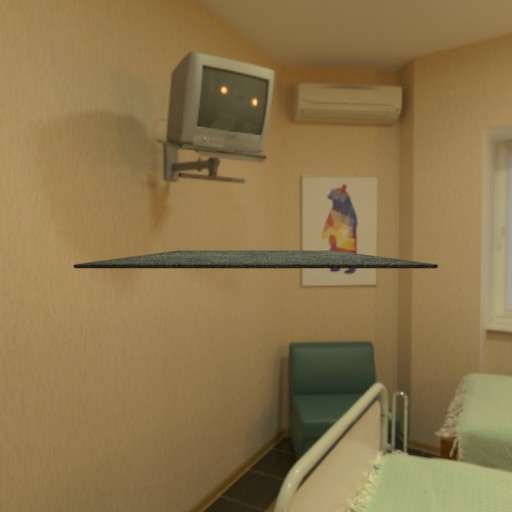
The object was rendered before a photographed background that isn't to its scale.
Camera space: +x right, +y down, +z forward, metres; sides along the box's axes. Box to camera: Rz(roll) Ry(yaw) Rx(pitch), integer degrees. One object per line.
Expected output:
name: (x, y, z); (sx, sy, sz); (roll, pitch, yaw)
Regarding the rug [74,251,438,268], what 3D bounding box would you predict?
rug: (0.000, 0.000, 2.954); (1.478, 0.017, 2.330); (0, 2, 0)
